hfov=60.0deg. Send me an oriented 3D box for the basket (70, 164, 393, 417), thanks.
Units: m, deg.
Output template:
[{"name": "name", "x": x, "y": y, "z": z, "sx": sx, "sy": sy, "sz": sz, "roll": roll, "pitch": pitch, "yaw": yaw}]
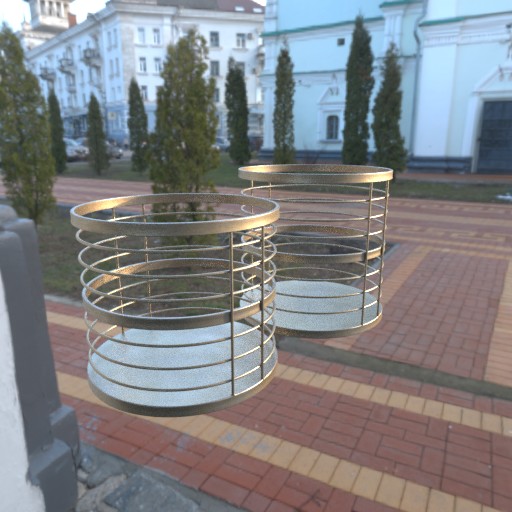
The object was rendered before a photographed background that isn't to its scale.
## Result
[{"name": "basket", "x": 0.000, "y": 0.000, "z": 0.948, "sx": 0.356, "sy": 0.351, "sz": 0.746, "roll": 14, "pitch": 20, "yaw": 42}]
